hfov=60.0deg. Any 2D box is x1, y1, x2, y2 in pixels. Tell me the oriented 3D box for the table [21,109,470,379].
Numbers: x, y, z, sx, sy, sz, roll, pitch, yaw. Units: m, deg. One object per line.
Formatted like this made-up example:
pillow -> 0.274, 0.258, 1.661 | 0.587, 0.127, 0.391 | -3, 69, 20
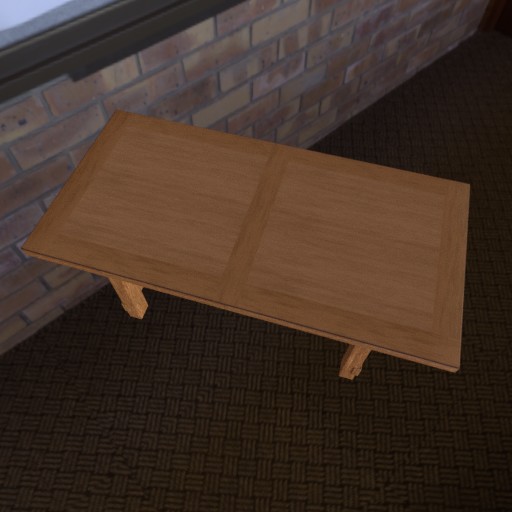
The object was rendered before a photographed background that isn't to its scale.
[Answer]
table -> 0.000, 0.000, 2.477 | 1.982, 0.762, 1.000 | 14, 59, 9
